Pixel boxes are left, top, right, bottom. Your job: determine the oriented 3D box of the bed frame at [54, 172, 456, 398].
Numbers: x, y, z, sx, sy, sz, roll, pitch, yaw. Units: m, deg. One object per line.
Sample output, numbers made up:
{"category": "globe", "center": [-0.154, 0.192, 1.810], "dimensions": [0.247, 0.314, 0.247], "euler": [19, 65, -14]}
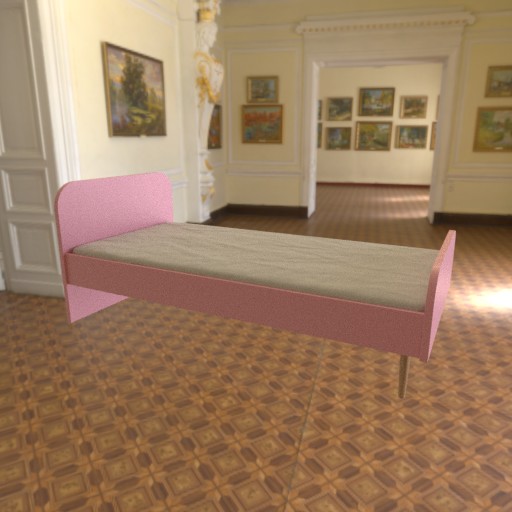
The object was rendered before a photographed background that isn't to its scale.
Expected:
{"category": "bed frame", "center": [0.000, 0.000, 2.479], "dimensions": [1.963, 0.805, 0.998], "euler": [8, 17, 26]}
